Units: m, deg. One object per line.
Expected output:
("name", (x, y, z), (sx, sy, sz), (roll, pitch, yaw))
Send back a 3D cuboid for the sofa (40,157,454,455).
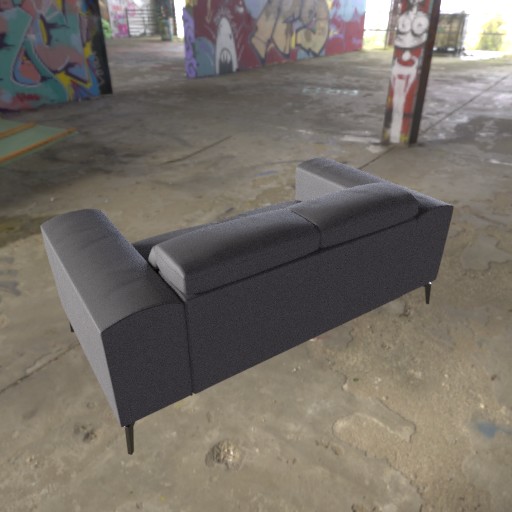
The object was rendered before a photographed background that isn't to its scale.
("sofa", (0.000, 0.000, 2.354), (1.895, 0.779, 1.003), (-18, 35, -29))
